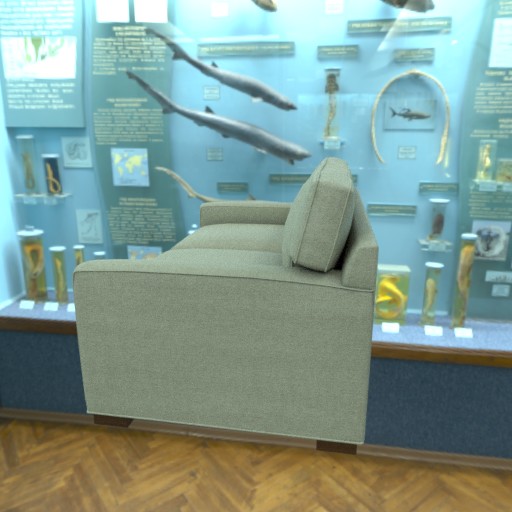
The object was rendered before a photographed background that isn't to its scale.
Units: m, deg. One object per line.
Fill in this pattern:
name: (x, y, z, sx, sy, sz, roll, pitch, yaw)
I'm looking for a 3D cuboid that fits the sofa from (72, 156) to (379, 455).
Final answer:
sofa: (0.000, 0.000, 2.036, 0.940, 0.853, 1.484, 3, 15, 10)
